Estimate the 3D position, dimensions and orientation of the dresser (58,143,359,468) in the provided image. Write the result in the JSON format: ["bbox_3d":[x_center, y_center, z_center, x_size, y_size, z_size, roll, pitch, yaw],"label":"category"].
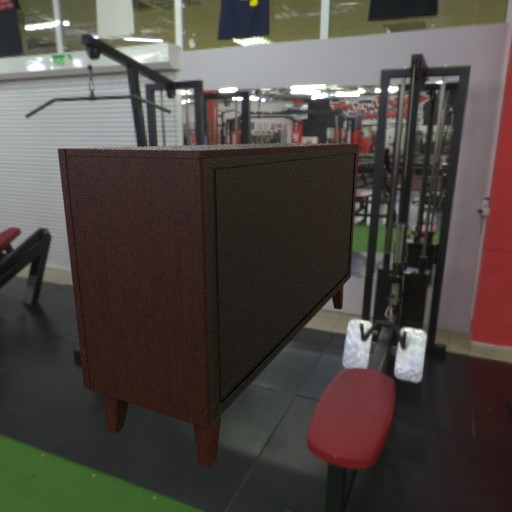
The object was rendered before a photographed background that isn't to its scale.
[{"bbox_3d":[0.000,0.000,2.004,0.499,0.971,1.609,7,16,25],"label":"dresser"}]
